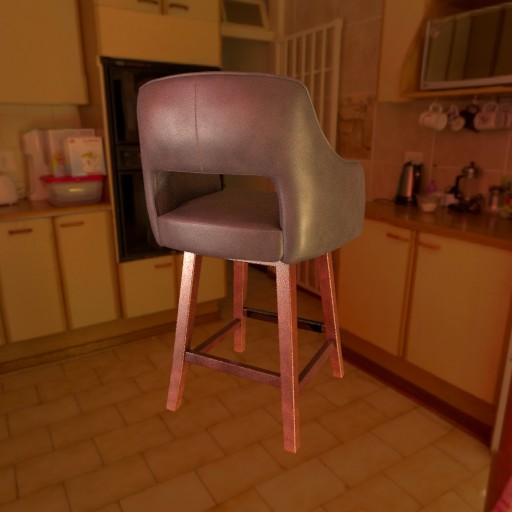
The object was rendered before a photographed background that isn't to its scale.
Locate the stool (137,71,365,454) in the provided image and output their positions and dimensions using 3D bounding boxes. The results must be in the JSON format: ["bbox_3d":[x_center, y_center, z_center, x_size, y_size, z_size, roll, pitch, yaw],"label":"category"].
[{"bbox_3d":[0.000,0.000,1.286,0.550,0.936,0.560,8,18,26],"label":"stool"}]
